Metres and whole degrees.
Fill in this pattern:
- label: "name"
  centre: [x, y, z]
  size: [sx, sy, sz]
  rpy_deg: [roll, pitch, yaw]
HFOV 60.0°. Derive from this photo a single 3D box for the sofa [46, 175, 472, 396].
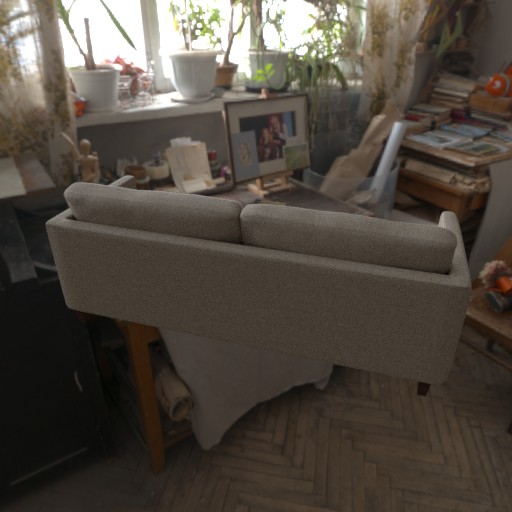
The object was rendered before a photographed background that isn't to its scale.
- label: "sofa"
  centre: [0.000, 0.000, 2.897]
  size: [2.434, 0.965, 0.951]
  rpy_deg: [9, 31, 15]
